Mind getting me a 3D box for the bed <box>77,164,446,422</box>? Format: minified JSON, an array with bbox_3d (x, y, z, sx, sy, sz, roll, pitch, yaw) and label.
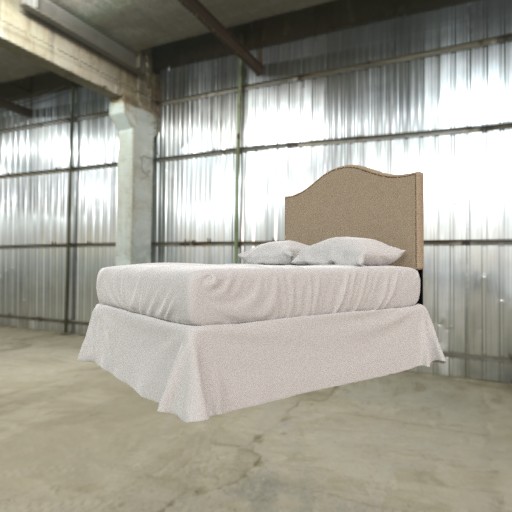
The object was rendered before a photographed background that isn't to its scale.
[{"bbox_3d":[0.000,0.000,3.419,2.221,1.645,1.876,1,-1,-36],"label":"bed"}]
